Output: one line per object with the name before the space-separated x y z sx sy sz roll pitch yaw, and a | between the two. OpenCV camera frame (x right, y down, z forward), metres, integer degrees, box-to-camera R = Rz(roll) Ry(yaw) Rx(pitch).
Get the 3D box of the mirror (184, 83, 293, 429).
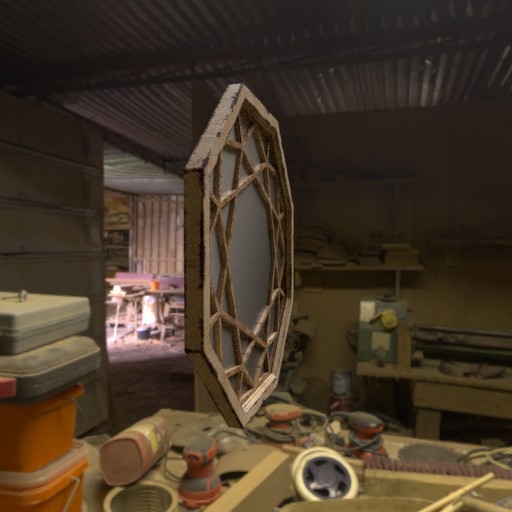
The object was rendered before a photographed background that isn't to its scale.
mirror | 0.000 0.000 0.961 0.031 0.648 0.648 0 1 17
